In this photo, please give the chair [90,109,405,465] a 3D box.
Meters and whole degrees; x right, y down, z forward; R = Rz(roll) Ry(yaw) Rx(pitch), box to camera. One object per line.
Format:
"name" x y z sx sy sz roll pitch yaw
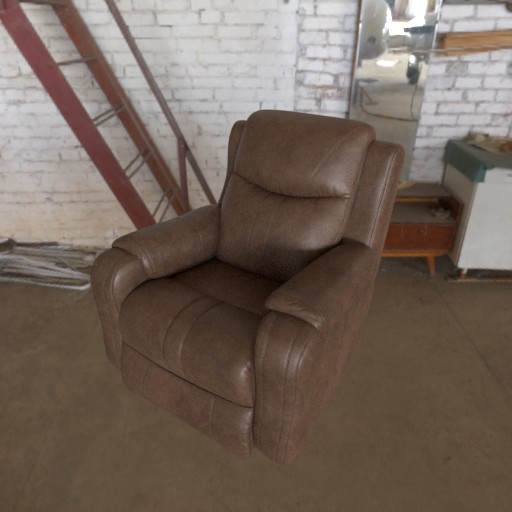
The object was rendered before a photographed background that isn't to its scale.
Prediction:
"chair" 0.000 0.000 1.790 0.940 0.990 1.067 18 34 29
